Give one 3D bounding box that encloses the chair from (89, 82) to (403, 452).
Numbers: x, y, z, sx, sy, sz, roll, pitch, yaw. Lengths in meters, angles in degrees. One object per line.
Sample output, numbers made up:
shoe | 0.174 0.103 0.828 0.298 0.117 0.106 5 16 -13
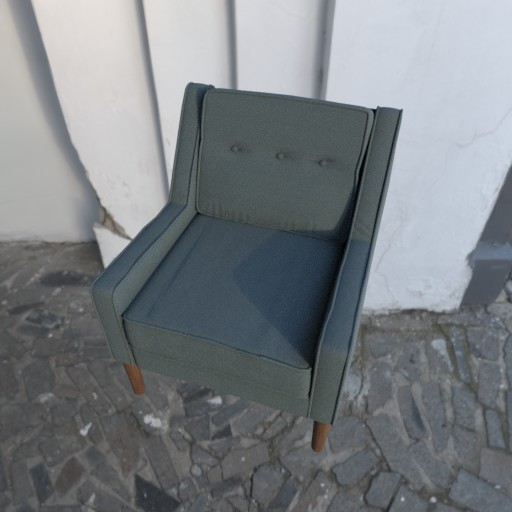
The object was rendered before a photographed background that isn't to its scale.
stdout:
chair | 0.000 0.000 1.321 0.663 0.780 0.733 12 43 14
